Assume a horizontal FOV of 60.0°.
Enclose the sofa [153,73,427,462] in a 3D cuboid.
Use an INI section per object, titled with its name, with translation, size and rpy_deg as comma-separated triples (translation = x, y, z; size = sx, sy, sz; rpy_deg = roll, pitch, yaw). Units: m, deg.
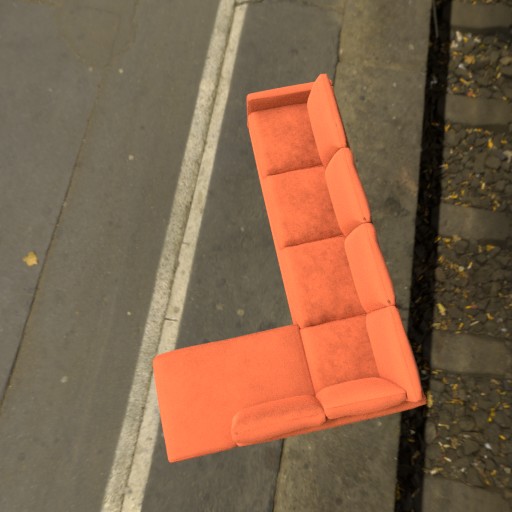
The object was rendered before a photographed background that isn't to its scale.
[sofa]
translation = 0.000, 0.000, 3.536
size = 1.879, 0.757, 2.736
rpy_deg = -12, 75, -3
